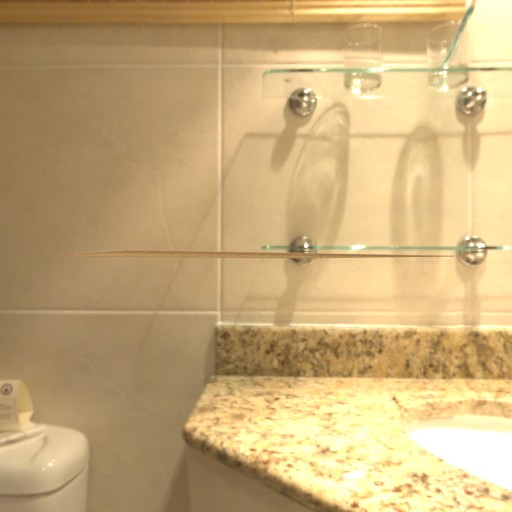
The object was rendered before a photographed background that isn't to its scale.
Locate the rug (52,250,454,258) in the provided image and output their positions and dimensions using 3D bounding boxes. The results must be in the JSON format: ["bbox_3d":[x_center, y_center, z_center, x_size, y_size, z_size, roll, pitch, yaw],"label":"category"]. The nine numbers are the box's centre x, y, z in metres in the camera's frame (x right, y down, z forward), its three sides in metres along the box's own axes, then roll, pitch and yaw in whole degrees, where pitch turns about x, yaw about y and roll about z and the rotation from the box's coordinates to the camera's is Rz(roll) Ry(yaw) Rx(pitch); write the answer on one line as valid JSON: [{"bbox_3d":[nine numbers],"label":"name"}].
[{"bbox_3d":[0.000,0.000,2.438,1.850,0.006,1.234,1,-1,-35],"label":"rug"}]
